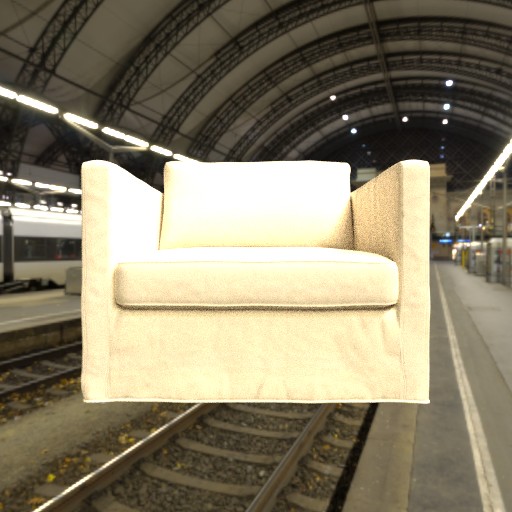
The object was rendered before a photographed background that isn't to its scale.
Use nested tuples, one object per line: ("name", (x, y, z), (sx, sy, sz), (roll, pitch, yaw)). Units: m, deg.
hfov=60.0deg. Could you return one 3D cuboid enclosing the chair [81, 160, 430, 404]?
("chair", (0.000, 0.000, 1.743), (1.057, 0.851, 0.947), (0, 1, 0))
